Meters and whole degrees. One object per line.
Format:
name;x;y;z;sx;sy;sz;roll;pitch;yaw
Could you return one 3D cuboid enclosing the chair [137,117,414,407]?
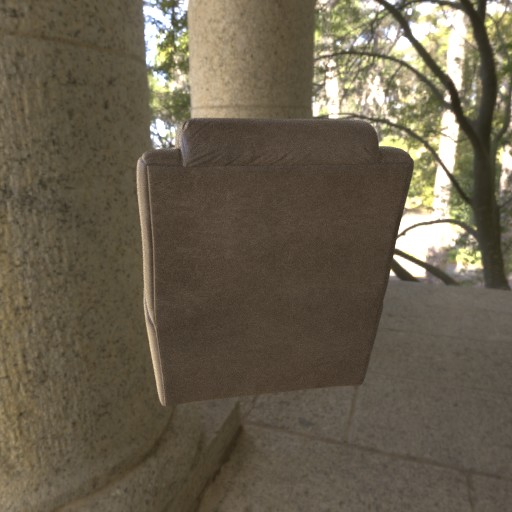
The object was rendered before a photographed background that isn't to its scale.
chair;0.000;0.000;1.938;0.967;1.116;1.068;-3;15;-11
